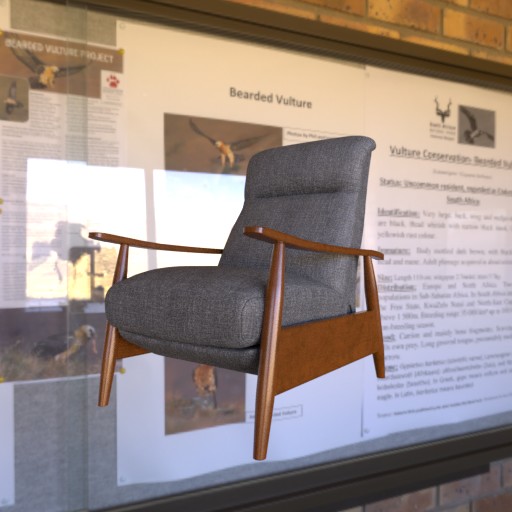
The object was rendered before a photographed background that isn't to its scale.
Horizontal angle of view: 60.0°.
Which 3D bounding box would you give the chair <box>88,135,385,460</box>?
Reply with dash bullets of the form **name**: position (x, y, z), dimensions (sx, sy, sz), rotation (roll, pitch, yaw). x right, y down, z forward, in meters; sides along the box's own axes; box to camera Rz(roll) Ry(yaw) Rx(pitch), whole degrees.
- **chair**: position (0.000, 0.000, 1.788), dimensions (0.762, 1.082, 1.030), rotation (1, 1, 36)
